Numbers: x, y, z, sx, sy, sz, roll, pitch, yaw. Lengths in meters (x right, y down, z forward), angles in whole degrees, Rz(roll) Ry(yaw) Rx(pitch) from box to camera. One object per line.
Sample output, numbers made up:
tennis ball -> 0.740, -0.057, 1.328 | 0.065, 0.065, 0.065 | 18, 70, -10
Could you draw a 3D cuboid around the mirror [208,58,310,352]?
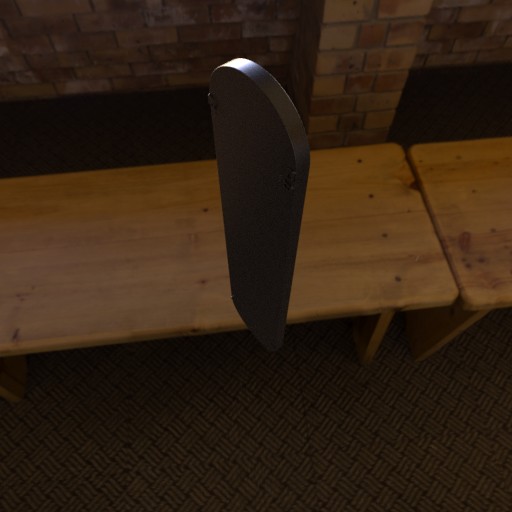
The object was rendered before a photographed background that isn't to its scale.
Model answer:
mirror -> 0.000, 0.000, 1.040 | 0.032, 0.991, 0.222 | -34, 65, -18
